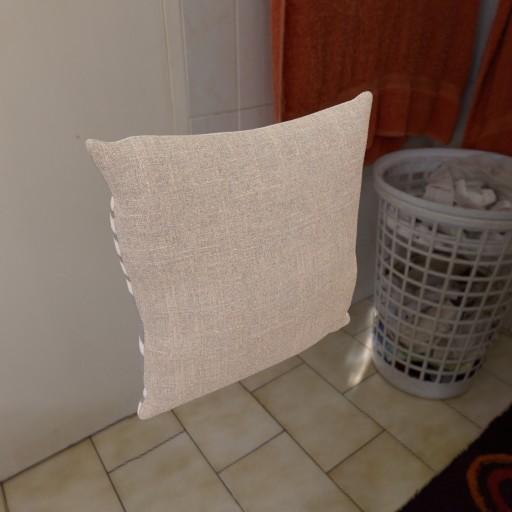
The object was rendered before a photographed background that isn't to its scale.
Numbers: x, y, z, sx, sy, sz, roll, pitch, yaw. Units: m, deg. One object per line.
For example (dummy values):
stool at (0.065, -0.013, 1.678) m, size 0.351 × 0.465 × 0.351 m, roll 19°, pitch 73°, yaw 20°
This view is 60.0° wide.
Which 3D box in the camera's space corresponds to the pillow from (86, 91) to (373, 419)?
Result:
pillow at (0.000, 0.000, 0.678) m, size 0.439 × 0.440 × 0.182 m, roll -19°, pitch 35°, yaw -29°
